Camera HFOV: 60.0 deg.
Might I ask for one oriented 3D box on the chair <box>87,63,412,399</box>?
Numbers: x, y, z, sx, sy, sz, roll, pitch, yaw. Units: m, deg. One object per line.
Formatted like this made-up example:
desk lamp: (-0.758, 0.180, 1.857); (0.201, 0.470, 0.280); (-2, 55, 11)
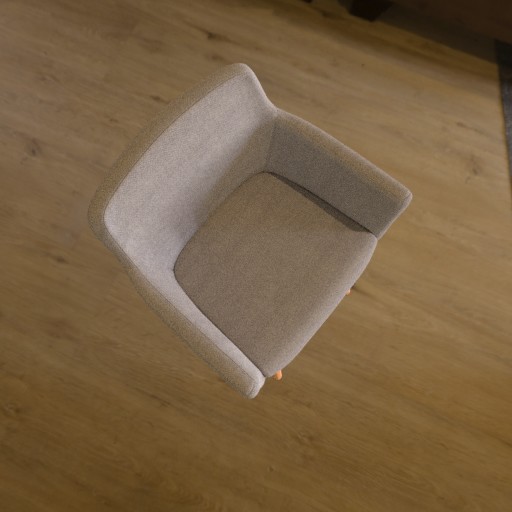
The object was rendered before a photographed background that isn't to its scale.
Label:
chair: (0.000, 0.000, 1.186); (0.540, 0.780, 0.570); (39, 78, 10)
